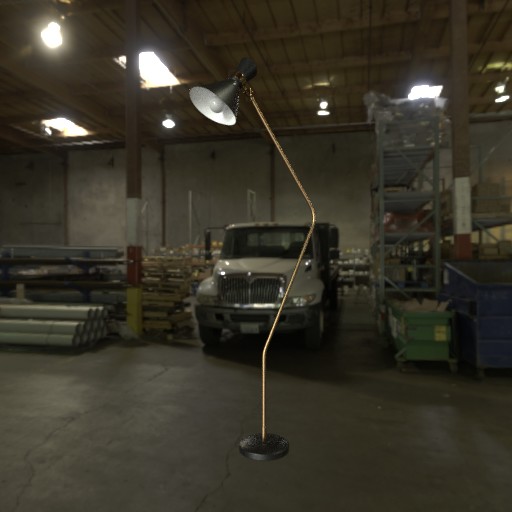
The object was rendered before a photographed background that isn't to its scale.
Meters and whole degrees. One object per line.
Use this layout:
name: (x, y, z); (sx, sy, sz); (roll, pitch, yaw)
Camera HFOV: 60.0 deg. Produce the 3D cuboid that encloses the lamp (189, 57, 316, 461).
lamp: (0.000, 0.000, 1.603); (0.467, 1.438, 0.277); (0, 0, 0)
